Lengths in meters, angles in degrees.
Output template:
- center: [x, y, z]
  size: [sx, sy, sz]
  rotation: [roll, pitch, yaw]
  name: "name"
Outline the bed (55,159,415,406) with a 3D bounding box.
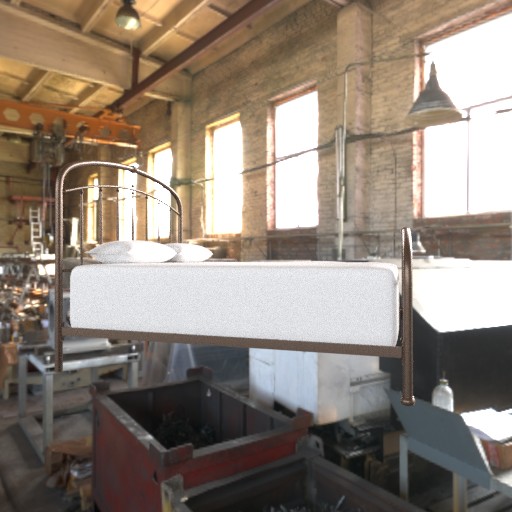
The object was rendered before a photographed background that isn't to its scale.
- center: [0.000, 0.000, 3.282]
  size: [2.168, 1.475, 1.711]
  rotation: [0, 0, 18]
  name: "bed"
